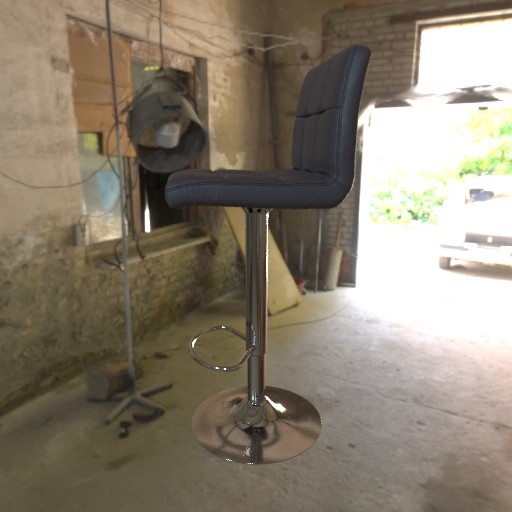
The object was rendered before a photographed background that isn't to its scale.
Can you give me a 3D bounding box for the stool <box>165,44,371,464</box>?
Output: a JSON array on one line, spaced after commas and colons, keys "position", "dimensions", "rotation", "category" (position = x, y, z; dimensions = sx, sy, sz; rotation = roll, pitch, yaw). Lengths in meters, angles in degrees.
[{"position": [0.000, 0.000, 1.323], "dimensions": [0.505, 1.115, 0.430], "rotation": [-2, 14, -9], "category": "stool"}]
